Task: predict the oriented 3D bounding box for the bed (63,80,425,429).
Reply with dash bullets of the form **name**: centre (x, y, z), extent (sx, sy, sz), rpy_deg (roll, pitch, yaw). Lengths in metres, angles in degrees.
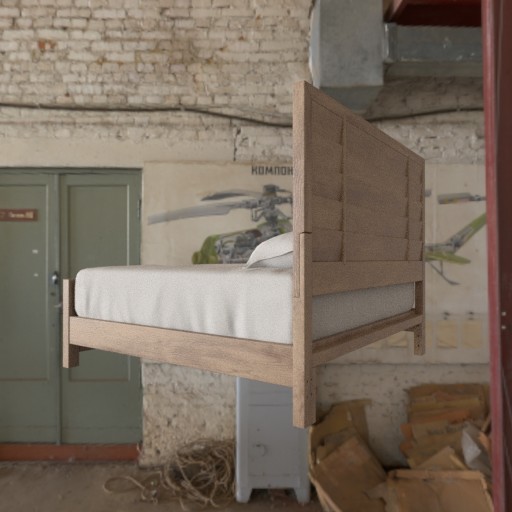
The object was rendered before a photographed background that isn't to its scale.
- **bed**: centre (0.000, 0.000, 3.476), extent (2.032, 1.626, 2.032), rpy_deg (0, -1, 36)
